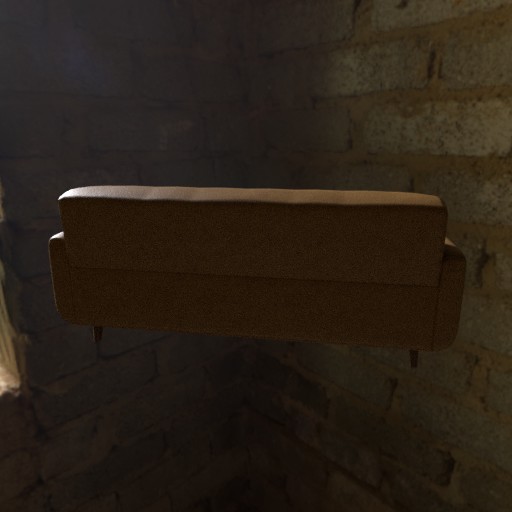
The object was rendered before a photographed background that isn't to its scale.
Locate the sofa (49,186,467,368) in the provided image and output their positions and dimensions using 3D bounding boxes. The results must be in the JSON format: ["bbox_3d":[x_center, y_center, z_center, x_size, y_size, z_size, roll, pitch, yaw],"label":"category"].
[{"bbox_3d":[0.000,0.000,2.666,2.137,0.892,0.980,3,16,9],"label":"sofa"}]
